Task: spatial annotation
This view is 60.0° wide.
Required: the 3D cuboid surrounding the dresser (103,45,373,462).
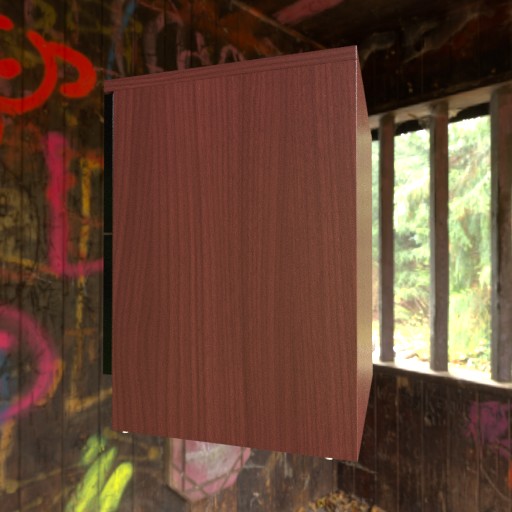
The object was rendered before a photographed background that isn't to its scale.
[{"bbox_3d":[0.000,0.000,0.742,0.360,0.470,0.400,0,-1,17],"label":"dresser"}]
